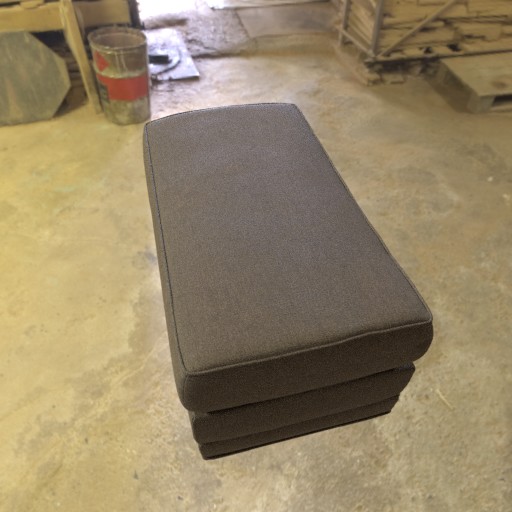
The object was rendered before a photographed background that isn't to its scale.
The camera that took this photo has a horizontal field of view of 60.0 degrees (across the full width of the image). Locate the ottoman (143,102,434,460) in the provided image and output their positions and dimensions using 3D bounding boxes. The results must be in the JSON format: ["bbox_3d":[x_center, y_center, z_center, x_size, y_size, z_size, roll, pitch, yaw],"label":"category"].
[{"bbox_3d":[0.000,0.000,1.164,0.490,0.448,0.864,-10,47,-10],"label":"ottoman"}]
